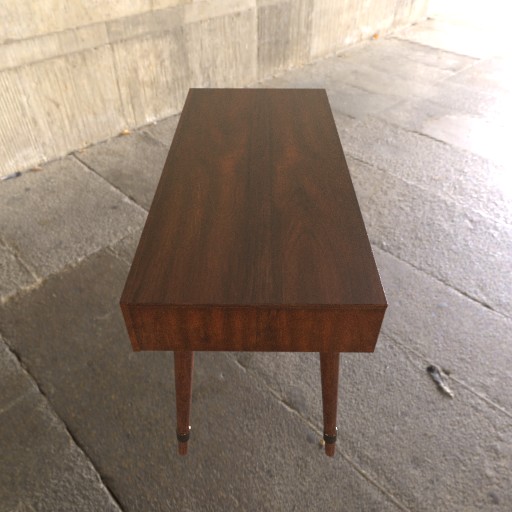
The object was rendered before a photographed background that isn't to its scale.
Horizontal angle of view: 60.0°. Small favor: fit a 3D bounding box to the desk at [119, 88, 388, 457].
[{"bbox_3d":[0.000,0.000,2.139,0.734,1.031,1.577,0,41,0],"label":"desk"}]
